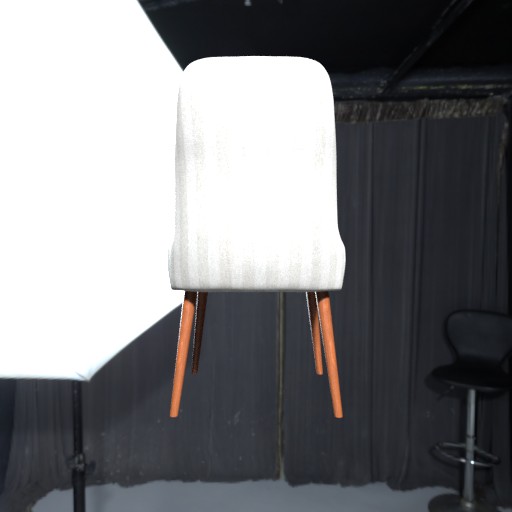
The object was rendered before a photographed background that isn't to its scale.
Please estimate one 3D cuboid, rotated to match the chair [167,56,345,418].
[{"bbox_3d":[0.000,0.000,1.332,0.526,0.917,0.684,0,2,1],"label":"chair"}]
